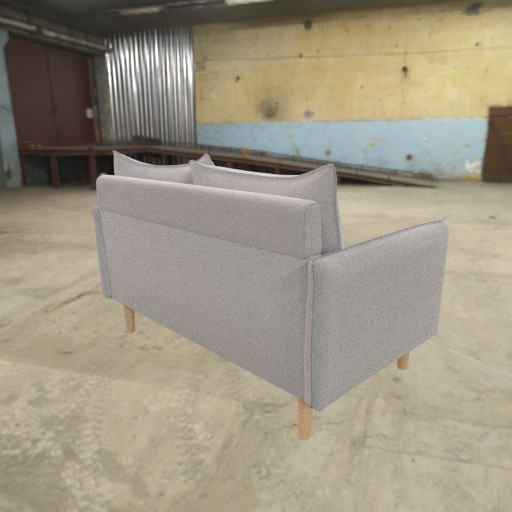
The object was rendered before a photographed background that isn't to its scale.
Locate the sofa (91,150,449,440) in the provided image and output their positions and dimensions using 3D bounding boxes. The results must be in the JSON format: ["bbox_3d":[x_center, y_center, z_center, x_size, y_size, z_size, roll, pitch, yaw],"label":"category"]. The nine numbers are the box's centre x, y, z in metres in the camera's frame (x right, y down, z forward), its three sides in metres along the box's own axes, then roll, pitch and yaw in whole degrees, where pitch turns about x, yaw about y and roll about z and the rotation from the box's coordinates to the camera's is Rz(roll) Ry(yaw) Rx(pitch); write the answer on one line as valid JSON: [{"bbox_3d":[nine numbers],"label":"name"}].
[{"bbox_3d":[0.000,0.000,1.839,0.820,0.840,1.300,-14,20,-42],"label":"sofa"}]
